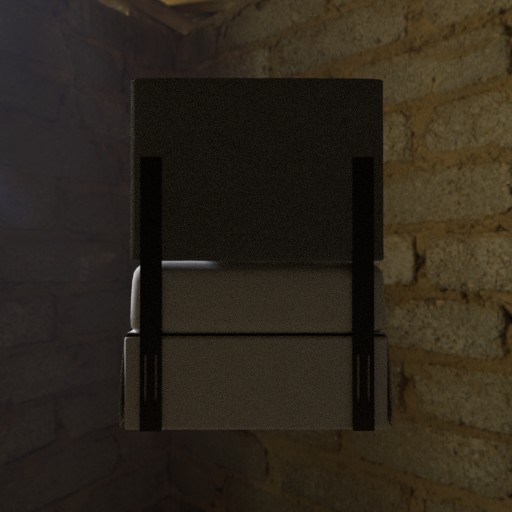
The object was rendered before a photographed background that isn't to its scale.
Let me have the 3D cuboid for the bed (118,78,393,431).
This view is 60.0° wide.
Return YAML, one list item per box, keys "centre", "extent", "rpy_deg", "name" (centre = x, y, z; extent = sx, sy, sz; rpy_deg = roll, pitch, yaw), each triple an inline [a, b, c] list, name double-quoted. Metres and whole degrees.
- centre: [0.000, 0.000, 2.944]
  extent: [1.261, 1.571, 1.997]
  rpy_deg: [0, -1, 0]
  name: "bed"
